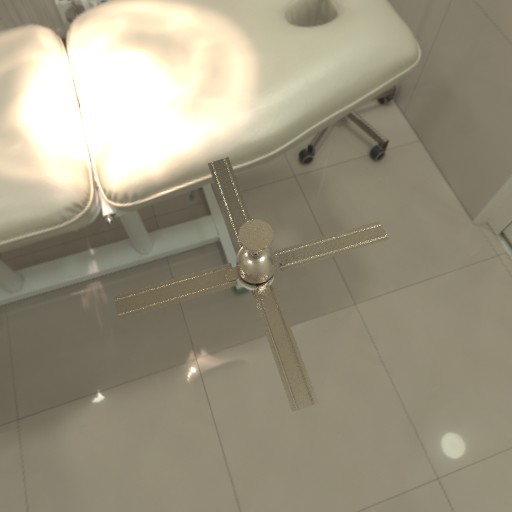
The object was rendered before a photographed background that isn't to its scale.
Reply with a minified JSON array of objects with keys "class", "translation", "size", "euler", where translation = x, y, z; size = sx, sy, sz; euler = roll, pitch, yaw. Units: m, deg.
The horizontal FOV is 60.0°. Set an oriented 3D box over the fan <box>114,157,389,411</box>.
[{"class":"fan","translation":[0.000,0.000,2.011],"size":[1.346,0.406,1.346],"euler":[-18,65,-8]}]
